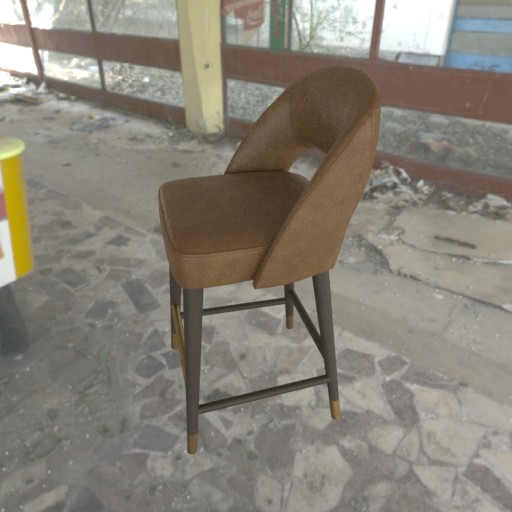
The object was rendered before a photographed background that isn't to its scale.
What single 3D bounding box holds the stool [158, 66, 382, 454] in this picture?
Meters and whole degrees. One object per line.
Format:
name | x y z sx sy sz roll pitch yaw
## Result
stool | 0.000 0.000 1.218 0.509 0.940 0.494 -8 32 -13
